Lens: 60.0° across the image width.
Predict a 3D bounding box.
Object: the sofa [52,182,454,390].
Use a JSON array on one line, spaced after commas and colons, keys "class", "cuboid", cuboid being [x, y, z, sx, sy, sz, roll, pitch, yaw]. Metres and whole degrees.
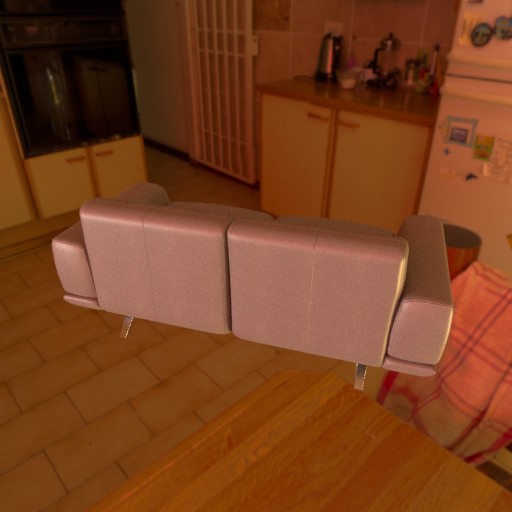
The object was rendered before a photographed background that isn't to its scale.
[{"class": "sofa", "cuboid": [0.000, 0.000, 2.398, 1.901, 0.772, 0.900, 9, 31, 15]}]
